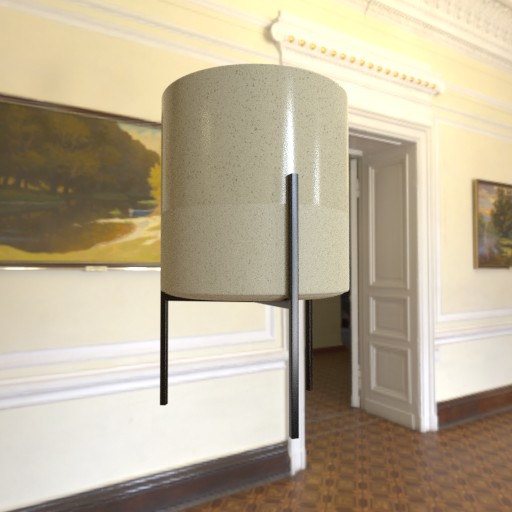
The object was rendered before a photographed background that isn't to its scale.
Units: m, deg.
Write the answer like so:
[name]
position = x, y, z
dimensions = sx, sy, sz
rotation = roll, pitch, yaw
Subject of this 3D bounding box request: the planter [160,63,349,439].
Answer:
[planter]
position = 0.000, 0.000, 0.559
dimensions = 0.234, 0.390, 0.243
rotation = 1, -2, -19
